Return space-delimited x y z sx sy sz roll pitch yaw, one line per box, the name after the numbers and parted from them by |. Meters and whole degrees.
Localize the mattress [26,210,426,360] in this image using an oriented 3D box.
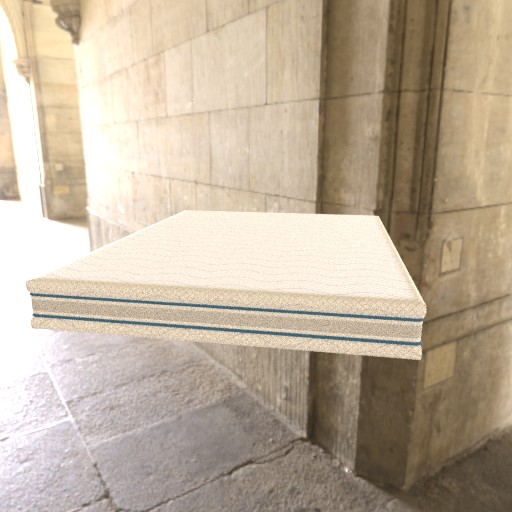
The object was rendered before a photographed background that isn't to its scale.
0.000 0.000 2.688 1.600 0.230 2.000 3 15 10 | mattress
